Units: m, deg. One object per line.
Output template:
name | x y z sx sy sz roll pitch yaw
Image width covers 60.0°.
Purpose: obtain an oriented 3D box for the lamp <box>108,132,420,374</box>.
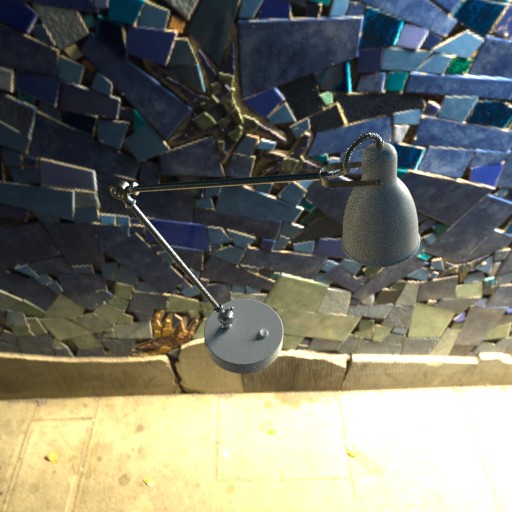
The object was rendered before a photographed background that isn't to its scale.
lamp | 0.000 0.000 0.855 0.561 0.587 0.187 10 46 10
